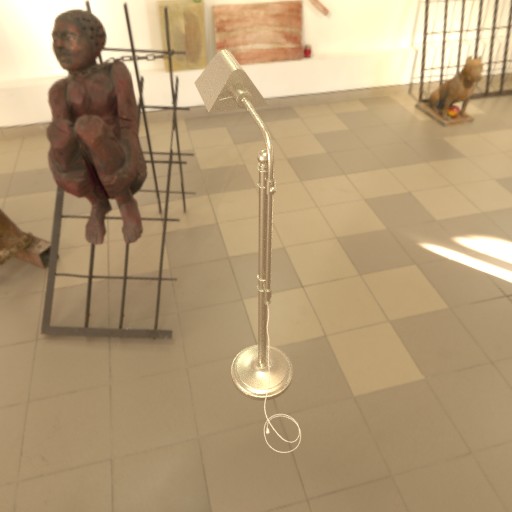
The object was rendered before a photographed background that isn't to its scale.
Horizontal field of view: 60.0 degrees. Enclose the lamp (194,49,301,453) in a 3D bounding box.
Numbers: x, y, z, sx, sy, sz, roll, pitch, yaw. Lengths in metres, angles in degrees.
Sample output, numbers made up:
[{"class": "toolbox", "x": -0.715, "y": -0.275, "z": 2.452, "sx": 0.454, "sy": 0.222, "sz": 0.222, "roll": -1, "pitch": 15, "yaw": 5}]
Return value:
[{"class": "lamp", "x": 0.000, "y": 0.000, "z": 0.953, "sx": 0.159, "sy": 0.708, "sz": 0.546, "roll": -10, "pitch": 43, "yaw": -11}]
